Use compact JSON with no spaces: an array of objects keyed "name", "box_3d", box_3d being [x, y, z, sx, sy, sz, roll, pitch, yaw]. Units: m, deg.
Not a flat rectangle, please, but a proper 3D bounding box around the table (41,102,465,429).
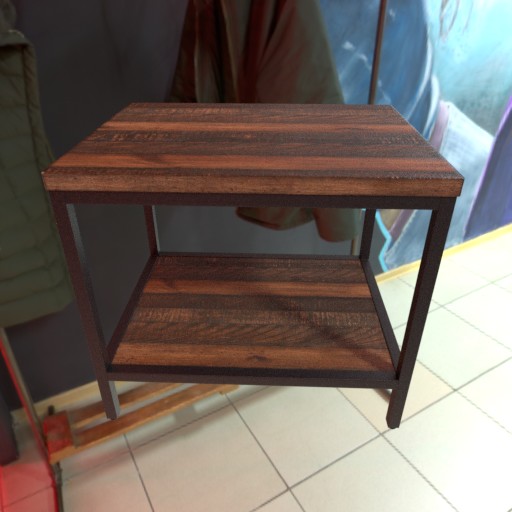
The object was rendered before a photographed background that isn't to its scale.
[{"name":"table","box_3d":[0.000,0.000,1.088,0.678,0.612,0.524,1,31,2]}]
